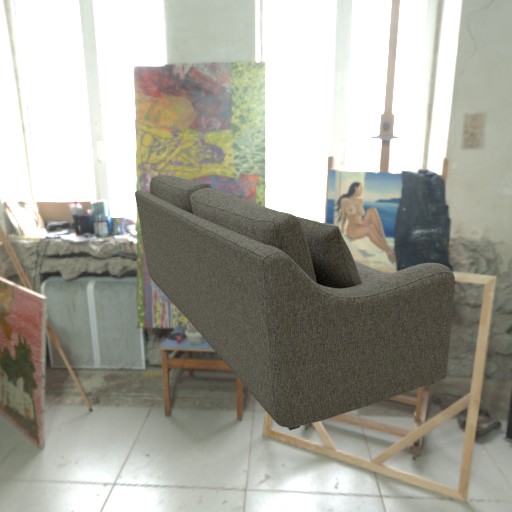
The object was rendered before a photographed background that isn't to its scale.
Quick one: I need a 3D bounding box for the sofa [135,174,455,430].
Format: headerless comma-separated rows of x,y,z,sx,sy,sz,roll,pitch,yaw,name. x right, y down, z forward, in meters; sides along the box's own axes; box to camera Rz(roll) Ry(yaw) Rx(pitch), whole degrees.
0.000,0.000,2.994,1.103,0.998,2.418,-7,16,-25,sofa
